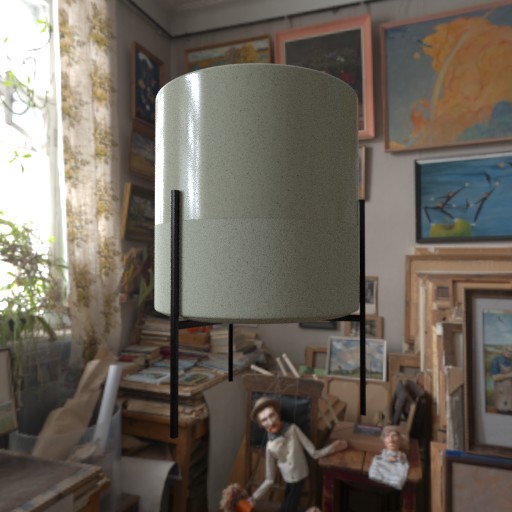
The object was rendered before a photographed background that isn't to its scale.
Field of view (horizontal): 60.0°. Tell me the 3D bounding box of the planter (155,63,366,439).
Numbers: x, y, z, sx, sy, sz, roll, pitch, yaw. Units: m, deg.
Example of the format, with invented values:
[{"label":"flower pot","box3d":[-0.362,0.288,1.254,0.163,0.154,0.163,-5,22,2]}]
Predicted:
[{"label":"planter","box3d":[0.000,0.000,0.704,0.314,0.475,0.323,0,-1,-18]}]
